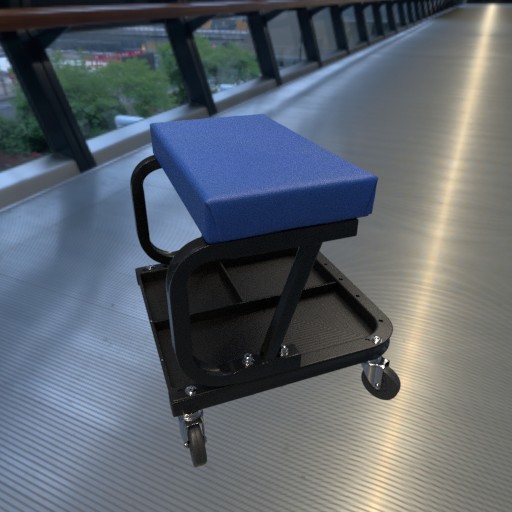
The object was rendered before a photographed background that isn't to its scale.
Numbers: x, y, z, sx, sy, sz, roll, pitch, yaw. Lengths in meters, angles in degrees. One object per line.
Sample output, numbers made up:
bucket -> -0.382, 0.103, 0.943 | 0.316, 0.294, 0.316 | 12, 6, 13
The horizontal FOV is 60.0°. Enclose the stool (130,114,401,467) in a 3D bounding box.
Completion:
stool -> 0.000, 0.000, 0.735 | 0.371, 0.380, 0.446 | -11, 31, -18
